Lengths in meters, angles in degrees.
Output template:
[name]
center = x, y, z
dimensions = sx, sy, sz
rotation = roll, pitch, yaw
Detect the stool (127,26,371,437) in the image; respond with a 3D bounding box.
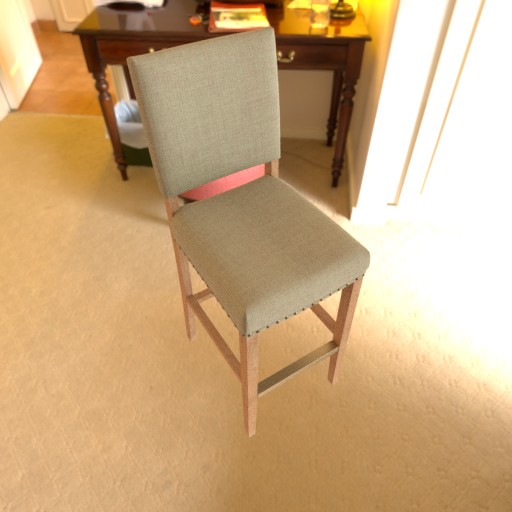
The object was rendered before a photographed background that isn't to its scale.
[stool]
center = 0.000, 0.000, 1.462
dimensions = 0.445, 1.203, 0.585
rotation = -24, 50, -22
